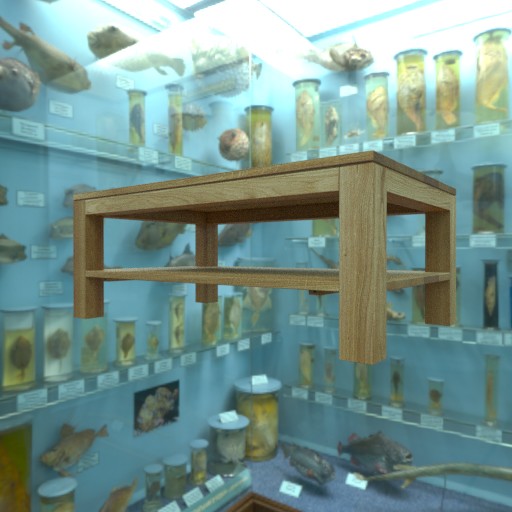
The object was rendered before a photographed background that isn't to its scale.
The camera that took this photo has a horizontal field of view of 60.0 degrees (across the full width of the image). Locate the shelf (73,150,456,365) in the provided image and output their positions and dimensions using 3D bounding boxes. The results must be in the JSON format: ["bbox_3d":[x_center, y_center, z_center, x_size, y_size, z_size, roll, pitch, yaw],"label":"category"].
[{"bbox_3d":[0.000,0.000,1.553,1.150,0.450,0.700,0,0,37],"label":"shelf"}]
